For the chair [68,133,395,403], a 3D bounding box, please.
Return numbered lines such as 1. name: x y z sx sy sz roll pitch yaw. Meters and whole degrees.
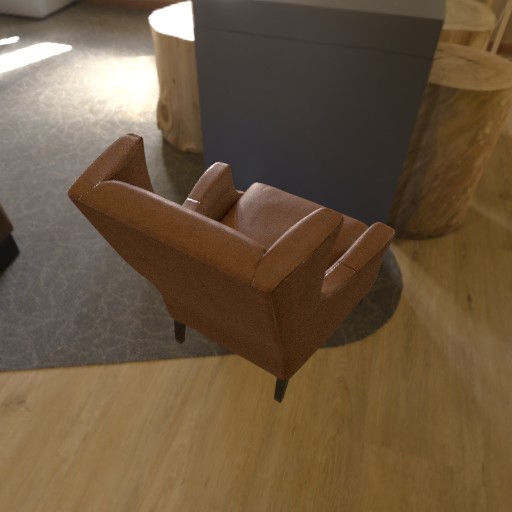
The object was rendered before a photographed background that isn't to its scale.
1. chair: 0.000 0.000 1.712 0.852 1.016 0.925 25 51 22
